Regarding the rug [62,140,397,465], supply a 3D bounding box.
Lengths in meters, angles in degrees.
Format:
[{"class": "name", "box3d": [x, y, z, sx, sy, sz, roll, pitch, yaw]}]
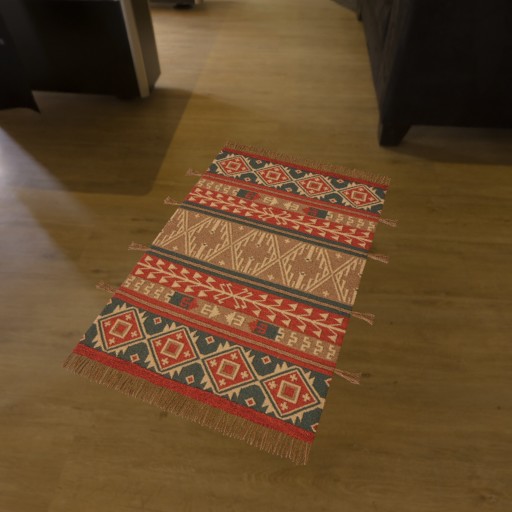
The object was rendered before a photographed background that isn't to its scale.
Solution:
[{"class": "rug", "box3d": [0.000, 0.000, 2.583, 1.469, 0.040, 2.025, 16, 51, 14]}]
